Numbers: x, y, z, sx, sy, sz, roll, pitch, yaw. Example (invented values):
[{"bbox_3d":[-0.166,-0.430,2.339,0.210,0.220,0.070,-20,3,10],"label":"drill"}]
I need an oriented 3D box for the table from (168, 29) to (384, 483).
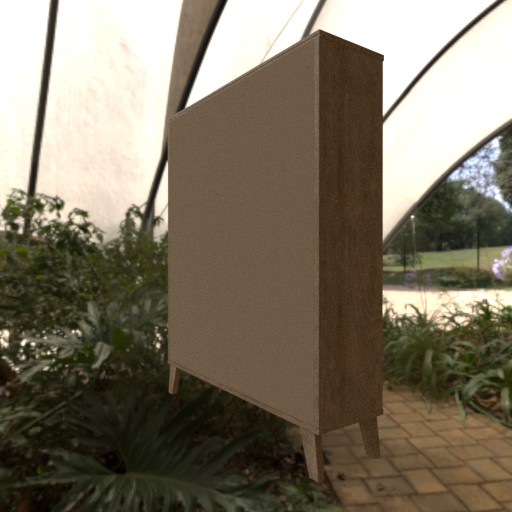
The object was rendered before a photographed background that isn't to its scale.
[{"bbox_3d":[0.000,0.000,1.548,0.256,1.135,0.902,0,0,-36],"label":"table"}]
